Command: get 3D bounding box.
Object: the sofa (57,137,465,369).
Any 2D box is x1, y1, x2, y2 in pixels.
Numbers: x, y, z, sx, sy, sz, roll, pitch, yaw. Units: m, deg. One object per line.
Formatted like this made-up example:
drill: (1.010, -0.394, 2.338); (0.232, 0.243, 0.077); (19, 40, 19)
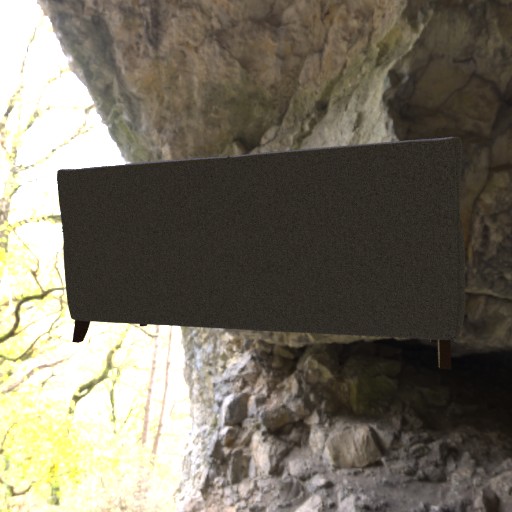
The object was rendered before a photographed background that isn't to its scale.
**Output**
sofa: (0.000, 0.000, 2.431); (2.026, 0.942, 0.854); (0, -1, 19)
